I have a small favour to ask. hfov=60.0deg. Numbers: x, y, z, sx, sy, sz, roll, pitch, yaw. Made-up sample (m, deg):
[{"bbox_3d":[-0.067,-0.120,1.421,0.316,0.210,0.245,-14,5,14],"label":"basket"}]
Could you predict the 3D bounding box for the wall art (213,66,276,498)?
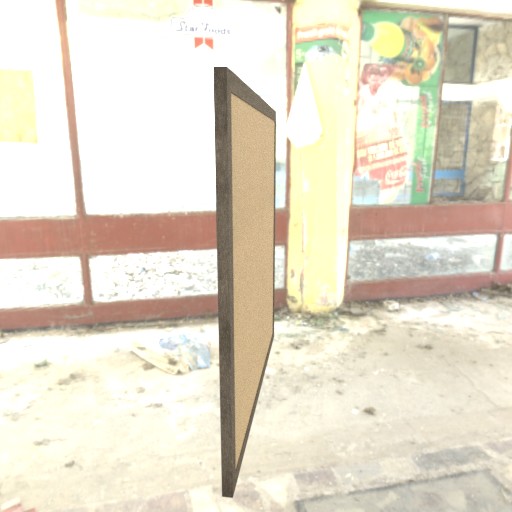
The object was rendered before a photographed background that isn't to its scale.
[{"bbox_3d":[0.000,0.000,0.671,0.013,0.457,0.457,2,13,8],"label":"wall art"}]
